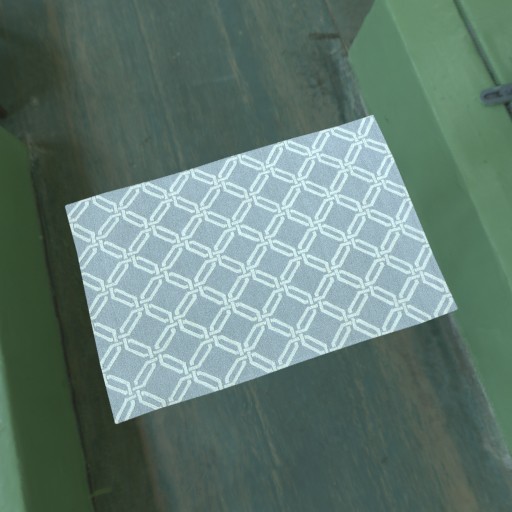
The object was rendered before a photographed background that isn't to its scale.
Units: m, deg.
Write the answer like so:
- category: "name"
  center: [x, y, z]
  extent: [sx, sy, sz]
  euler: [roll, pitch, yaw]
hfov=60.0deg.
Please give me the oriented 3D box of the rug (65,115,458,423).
- category: "rug"
  center: [0.000, 0.000, 2.263]
  extent: [1.754, 0.010, 1.148]
  euler: [-17, 76, -4]
